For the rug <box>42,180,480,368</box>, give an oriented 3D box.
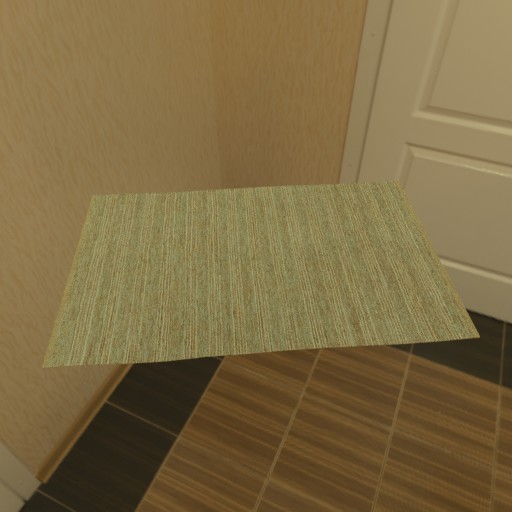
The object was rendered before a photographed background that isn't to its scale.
[{"bbox_3d":[0.000,0.000,2.997,2.448,0.012,1.540,-3,45,-3],"label":"rug"}]
